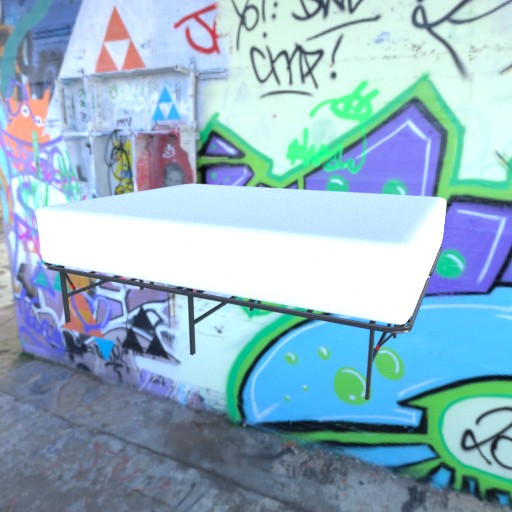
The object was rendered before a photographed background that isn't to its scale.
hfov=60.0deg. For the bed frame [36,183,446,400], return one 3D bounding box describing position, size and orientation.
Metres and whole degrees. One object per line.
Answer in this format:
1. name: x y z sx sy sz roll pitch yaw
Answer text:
1. bed frame: 0.000 0.000 2.751 2.037 0.677 1.528 7 17 26
